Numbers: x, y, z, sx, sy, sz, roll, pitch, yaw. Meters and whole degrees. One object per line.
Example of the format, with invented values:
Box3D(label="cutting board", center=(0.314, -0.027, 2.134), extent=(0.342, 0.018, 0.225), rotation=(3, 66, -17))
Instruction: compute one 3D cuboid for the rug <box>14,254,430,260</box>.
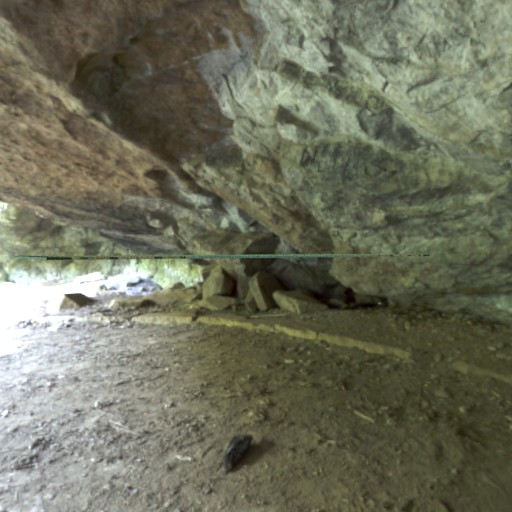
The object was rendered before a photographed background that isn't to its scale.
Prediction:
Box3D(label="rug", center=(0.000, 0.000, 2.627), extent=(2.441, 0.010, 0.744), rotation=(0, 1, -37))
